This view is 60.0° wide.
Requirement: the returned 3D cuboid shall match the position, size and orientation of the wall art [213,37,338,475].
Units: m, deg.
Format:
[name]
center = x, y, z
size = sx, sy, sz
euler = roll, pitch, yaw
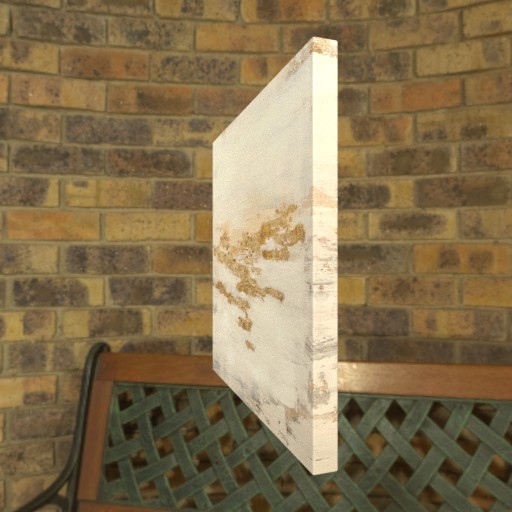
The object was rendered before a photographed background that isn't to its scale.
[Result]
[wall art]
center = 0.000, 0.000, 0.913
size = 0.040, 0.613, 0.611
euler = 0, 0, -19
